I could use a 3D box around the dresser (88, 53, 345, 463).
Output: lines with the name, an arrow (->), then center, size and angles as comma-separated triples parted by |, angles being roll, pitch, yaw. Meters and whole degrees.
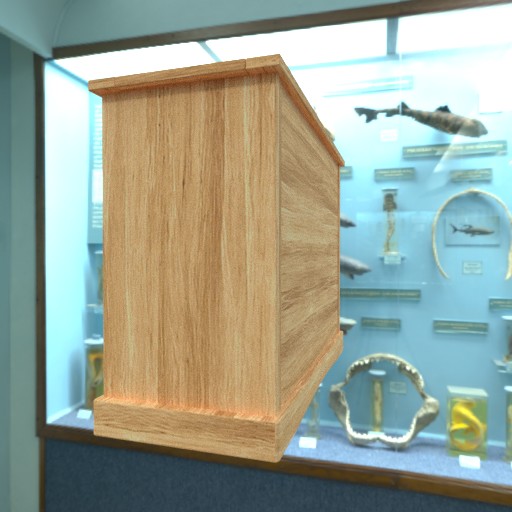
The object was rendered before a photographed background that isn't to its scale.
dresser -> 0.000, 0.000, 1.325 | 0.410, 0.740, 0.990 | 0, 1, 18
